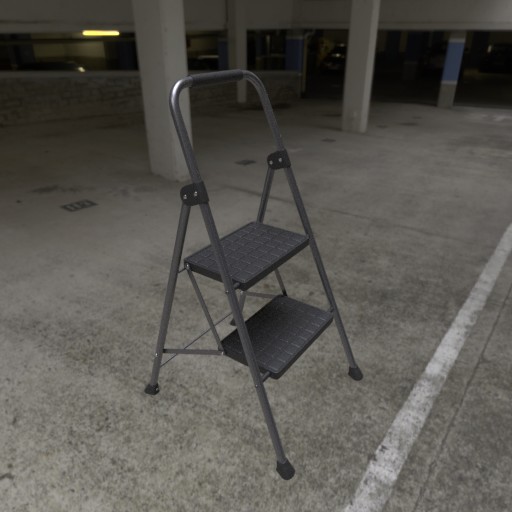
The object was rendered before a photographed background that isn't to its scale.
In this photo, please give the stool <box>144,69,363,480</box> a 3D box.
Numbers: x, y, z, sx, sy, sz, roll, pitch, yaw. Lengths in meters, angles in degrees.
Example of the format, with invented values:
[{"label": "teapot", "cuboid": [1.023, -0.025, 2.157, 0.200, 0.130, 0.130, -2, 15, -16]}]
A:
[{"label": "stool", "cuboid": [0.000, 0.000, 1.147, 0.514, 0.872, 0.450, 18, 33, 31]}]
